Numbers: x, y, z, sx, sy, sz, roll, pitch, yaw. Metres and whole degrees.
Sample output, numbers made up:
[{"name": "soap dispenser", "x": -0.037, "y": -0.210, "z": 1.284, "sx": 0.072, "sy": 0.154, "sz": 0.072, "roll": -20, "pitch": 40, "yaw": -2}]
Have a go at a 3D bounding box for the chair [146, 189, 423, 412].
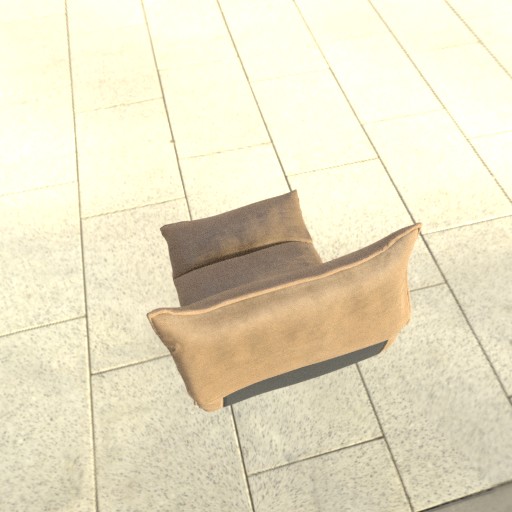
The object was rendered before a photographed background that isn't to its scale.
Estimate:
[{"name": "chair", "x": 0.000, "y": 0.000, "z": 1.591, "sx": 0.714, "sy": 0.892, "sz": 0.985, "roll": -14, "pitch": 60, "yaw": -8}]
